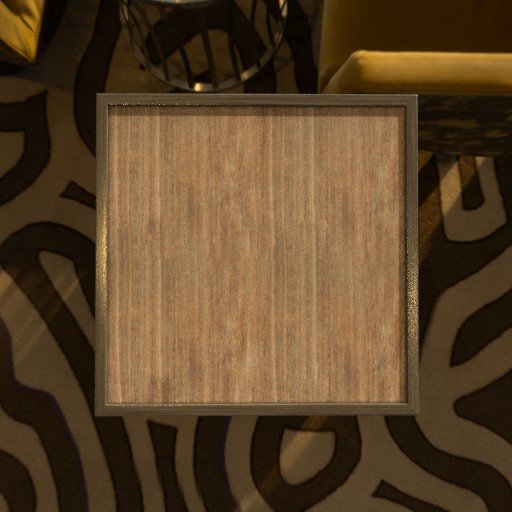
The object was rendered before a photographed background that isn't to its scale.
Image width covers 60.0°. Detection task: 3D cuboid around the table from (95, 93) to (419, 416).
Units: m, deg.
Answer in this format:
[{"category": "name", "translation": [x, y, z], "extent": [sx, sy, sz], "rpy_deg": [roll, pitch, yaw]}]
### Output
[{"category": "table", "translation": [0.000, 0.000, 1.092], "extent": [0.611, 0.507, 0.609], "rpy_deg": [0, 89, -1]}]
